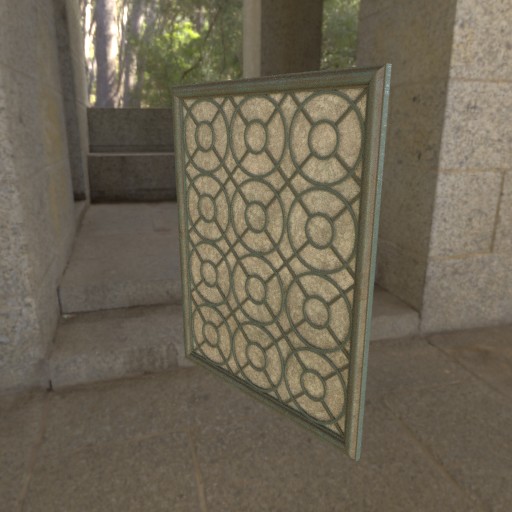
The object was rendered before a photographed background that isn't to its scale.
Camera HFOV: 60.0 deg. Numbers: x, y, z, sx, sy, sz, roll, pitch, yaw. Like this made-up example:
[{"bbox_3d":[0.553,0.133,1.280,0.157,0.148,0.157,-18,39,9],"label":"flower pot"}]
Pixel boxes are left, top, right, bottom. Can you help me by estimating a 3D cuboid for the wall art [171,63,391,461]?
[{"bbox_3d":[0.000,0.000,1.308,0.030,0.983,0.767,-16,23,-42],"label":"wall art"}]
